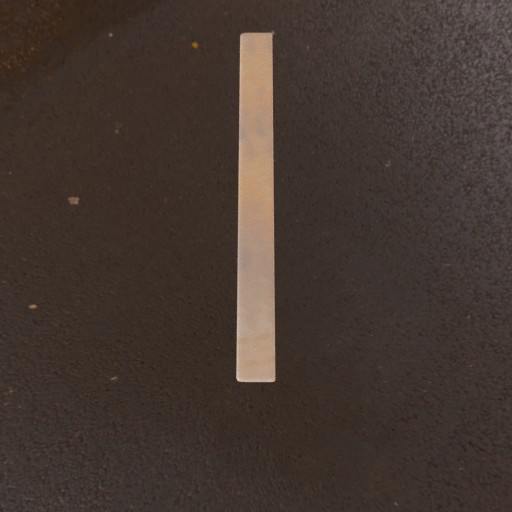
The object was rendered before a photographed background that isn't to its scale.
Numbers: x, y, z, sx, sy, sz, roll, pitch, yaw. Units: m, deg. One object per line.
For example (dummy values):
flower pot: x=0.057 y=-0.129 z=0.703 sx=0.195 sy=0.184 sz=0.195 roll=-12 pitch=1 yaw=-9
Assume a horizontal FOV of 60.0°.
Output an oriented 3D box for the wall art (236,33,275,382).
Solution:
wall art: x=0.000 y=0.000 z=0.776 sx=0.038 sy=0.610 sz=0.401 roll=0 pitch=76 yaw=0
